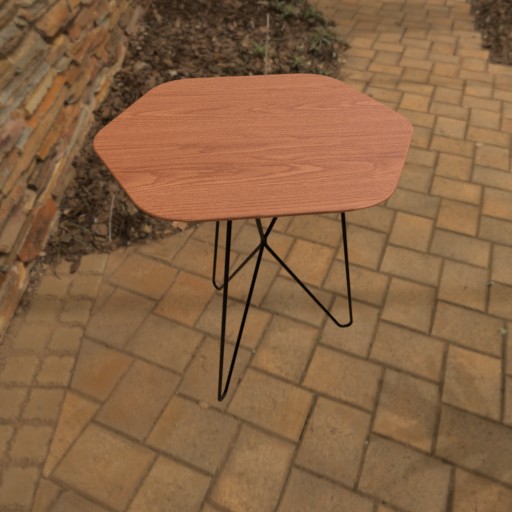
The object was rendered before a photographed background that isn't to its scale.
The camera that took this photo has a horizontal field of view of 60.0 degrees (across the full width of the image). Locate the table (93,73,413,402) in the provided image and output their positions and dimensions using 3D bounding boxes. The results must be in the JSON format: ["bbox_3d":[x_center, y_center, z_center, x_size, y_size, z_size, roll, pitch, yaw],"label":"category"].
[{"bbox_3d":[0.000,0.000,0.894,0.500,0.562,0.400,-4,46,-4],"label":"table"}]
